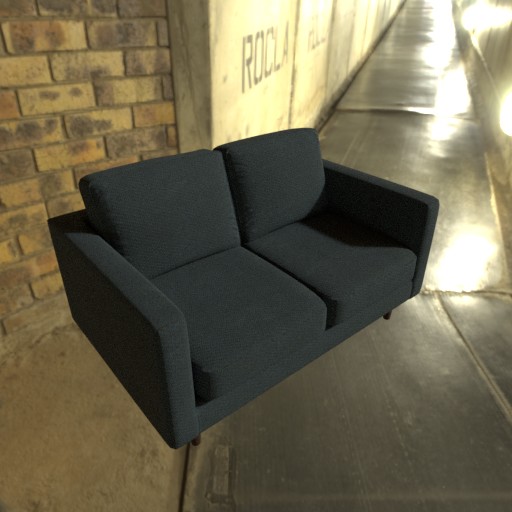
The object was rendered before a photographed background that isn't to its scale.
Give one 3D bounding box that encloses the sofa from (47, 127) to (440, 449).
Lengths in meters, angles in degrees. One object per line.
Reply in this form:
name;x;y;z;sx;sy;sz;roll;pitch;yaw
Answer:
sofa;0.000;0.000;2.108;1.518;0.930;0.999;-23;37;-33
